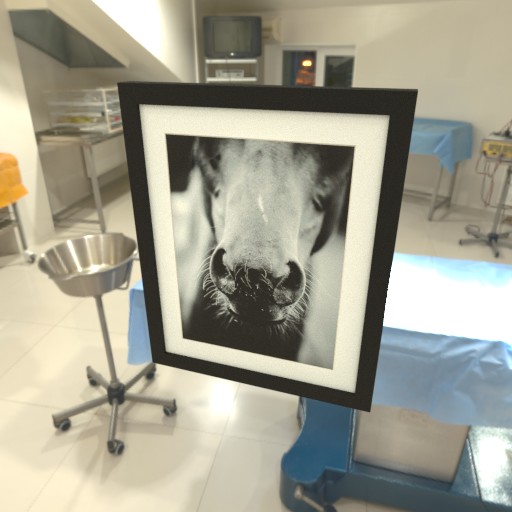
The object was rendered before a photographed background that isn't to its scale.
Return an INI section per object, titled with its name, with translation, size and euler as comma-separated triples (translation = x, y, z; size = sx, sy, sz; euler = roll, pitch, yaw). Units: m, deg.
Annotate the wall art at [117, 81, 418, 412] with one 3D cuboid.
[wall art]
translation = 0.000, 0.000, 0.561
size = 0.329, 0.404, 0.024
euler = 8, 27, 16
